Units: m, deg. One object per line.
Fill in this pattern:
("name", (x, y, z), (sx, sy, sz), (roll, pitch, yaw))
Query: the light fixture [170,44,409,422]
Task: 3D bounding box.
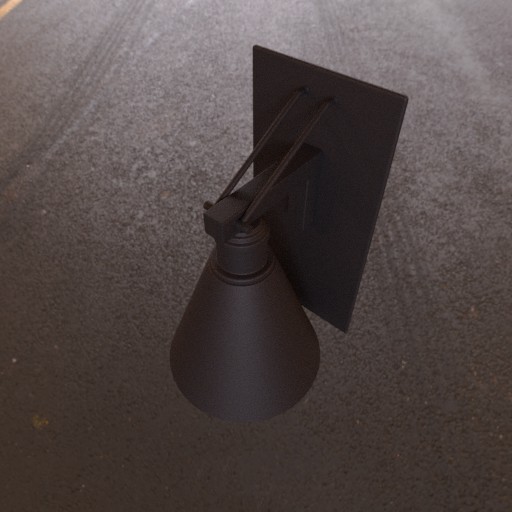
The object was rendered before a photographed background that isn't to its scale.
("light fixture", (0.000, 0.000, 0.414), (0.170, 0.298, 0.207), (32, 54, 27))
